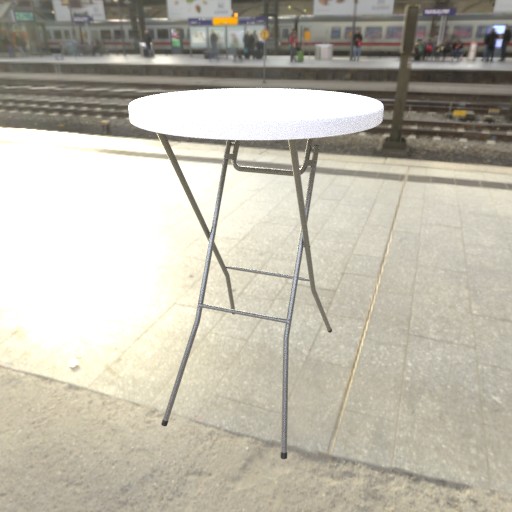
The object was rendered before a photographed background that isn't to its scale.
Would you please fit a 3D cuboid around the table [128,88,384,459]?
[{"bbox_3d":[0.000,0.000,1.658,0.792,1.105,0.795,8,27,16],"label":"table"}]
